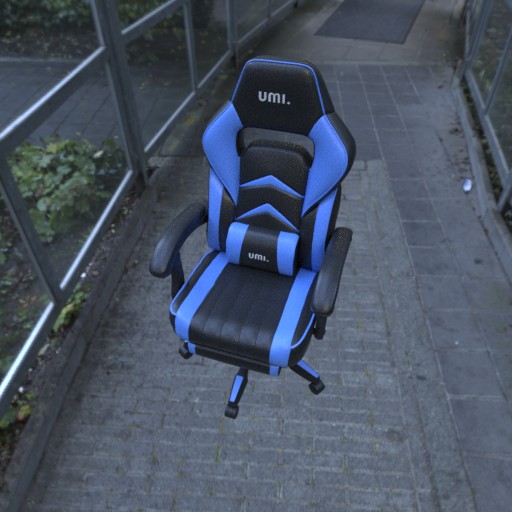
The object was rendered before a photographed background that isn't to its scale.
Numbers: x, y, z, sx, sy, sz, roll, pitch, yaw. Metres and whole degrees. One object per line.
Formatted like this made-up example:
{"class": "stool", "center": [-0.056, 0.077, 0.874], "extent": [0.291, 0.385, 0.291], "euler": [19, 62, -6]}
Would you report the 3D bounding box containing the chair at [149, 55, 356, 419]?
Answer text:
{"class": "chair", "center": [0.000, 0.000, 1.701], "extent": [0.700, 1.280, 0.700], "euler": [12, 43, 13]}
